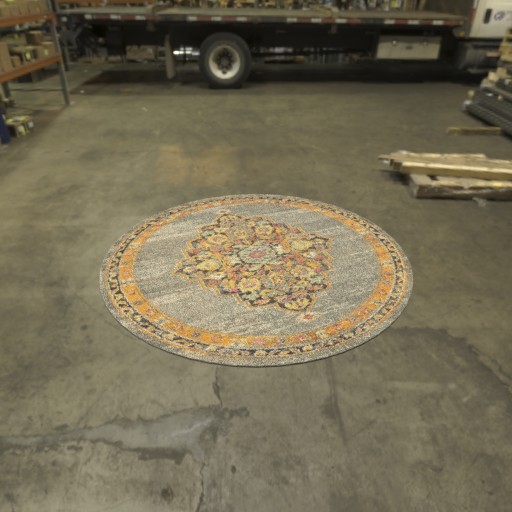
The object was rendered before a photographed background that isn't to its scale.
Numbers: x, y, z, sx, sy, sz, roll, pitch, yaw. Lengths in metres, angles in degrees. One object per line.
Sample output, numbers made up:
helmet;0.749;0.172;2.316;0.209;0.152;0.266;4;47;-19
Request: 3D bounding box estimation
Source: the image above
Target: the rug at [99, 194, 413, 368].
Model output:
rug;0.000;0.000;2.352;1.598;0.010;1.598;0;32;0
